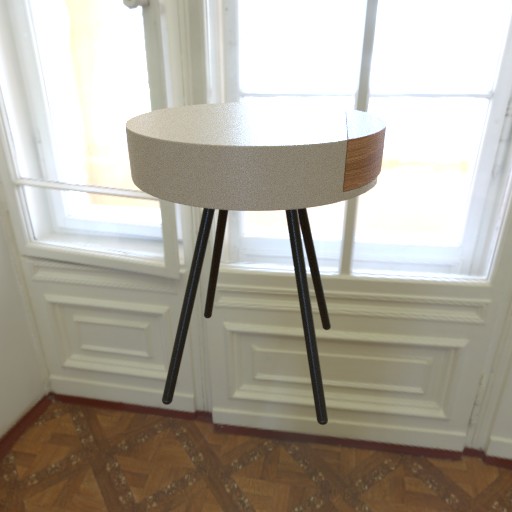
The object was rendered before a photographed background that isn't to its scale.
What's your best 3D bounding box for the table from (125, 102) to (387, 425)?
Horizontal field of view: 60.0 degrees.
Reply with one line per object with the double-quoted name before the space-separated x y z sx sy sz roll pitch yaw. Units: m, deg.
"table" 0.000 0.000 0.874 0.450 0.525 0.450 0 26 0
